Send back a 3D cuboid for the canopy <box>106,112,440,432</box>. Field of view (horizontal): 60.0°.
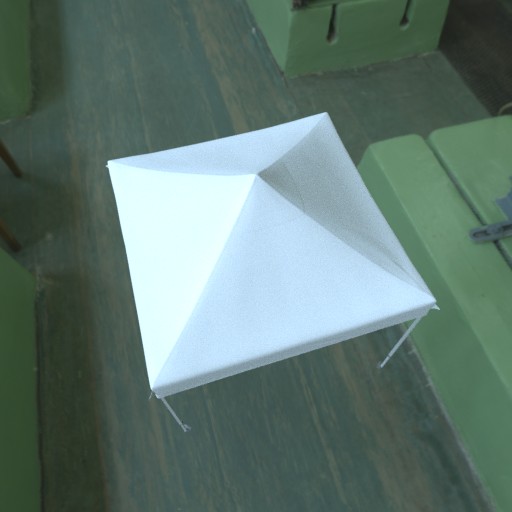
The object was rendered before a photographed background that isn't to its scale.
[{"bbox_3d":[0.000,0.000,5.510,2.996,2.998,2.994,-15,60,-9],"label":"canopy"}]
